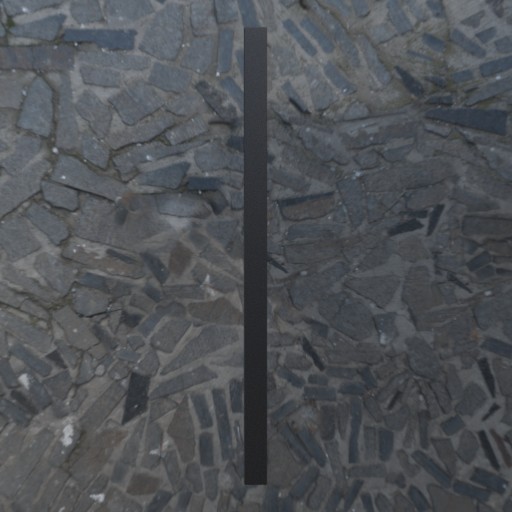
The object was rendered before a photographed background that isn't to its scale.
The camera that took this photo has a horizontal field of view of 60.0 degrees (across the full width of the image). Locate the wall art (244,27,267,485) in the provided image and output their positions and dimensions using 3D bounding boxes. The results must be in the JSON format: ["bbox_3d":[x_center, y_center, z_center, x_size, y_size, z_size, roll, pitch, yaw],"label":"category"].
[{"bbox_3d":[0.000,0.000,0.769,0.029,0.458,0.559,0,90,0],"label":"wall art"}]
